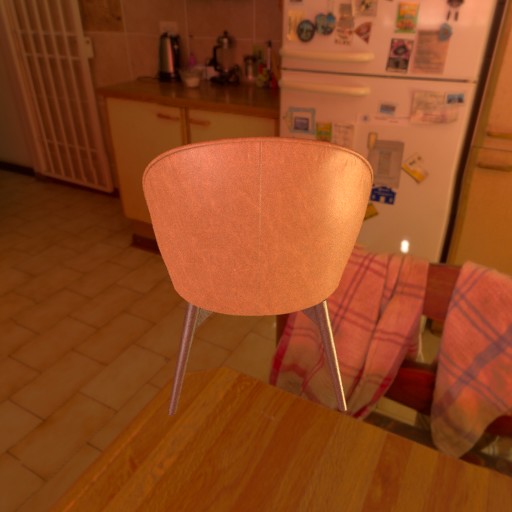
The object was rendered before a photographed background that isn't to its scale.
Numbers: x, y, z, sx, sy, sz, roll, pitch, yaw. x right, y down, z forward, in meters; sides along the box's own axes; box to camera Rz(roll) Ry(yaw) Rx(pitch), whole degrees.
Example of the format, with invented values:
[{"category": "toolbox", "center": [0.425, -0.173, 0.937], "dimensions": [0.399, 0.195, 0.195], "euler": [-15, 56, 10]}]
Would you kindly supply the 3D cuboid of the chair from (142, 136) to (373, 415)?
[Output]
[{"category": "chair", "center": [0.000, 0.000, 1.230], "dimensions": [0.521, 0.831, 0.631], "euler": [-1, 30, -1]}]
